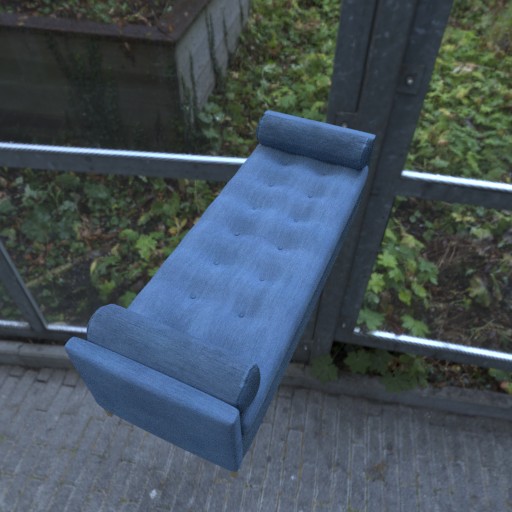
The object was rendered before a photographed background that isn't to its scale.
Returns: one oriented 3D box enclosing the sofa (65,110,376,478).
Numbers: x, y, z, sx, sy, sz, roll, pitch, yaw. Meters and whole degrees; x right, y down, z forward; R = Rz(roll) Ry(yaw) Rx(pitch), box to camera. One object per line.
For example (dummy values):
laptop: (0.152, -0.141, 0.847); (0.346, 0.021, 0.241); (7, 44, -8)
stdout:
sofa: (0.000, 0.000, 2.537); (0.796, 0.705, 2.102); (19, 50, 16)
